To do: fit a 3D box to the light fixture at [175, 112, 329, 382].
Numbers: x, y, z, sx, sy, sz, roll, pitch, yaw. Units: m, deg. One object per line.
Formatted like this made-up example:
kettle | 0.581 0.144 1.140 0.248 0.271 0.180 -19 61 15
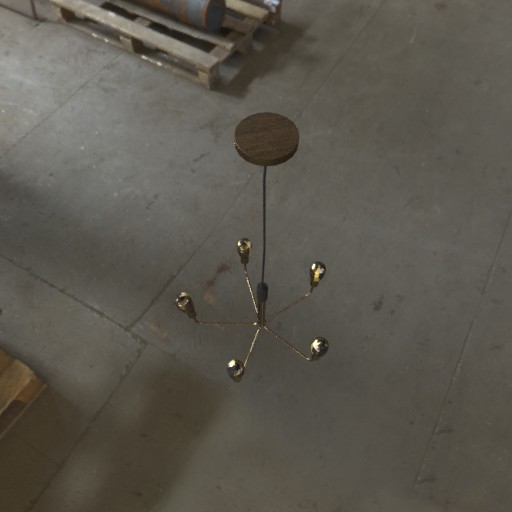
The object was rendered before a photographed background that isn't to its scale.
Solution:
light fixture | 0.000 0.000 1.380 0.588 1.059 0.532 -13 61 -8
